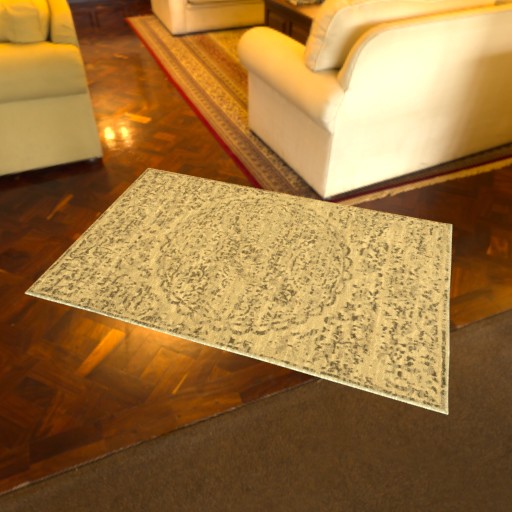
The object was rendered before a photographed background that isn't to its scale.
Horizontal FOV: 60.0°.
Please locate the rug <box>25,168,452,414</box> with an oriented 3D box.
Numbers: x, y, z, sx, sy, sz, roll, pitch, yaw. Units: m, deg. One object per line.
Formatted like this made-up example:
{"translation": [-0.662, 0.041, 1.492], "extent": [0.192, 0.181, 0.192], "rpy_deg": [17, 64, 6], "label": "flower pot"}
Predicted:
{"translation": [0.000, 0.000, 2.931], "extent": [2.447, 0.021, 1.527], "rpy_deg": [13, 44, 14], "label": "rug"}
